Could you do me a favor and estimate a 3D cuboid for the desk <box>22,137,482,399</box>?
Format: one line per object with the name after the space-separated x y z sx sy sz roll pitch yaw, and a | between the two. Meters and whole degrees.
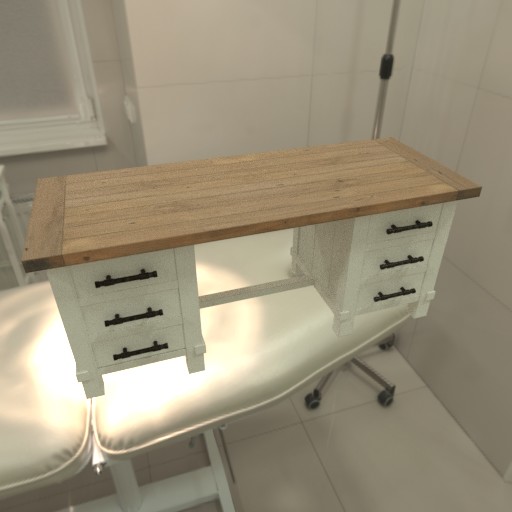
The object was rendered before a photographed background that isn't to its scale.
0.000 0.000 2.132 1.803 0.760 0.688 -10 35 -15 | desk
